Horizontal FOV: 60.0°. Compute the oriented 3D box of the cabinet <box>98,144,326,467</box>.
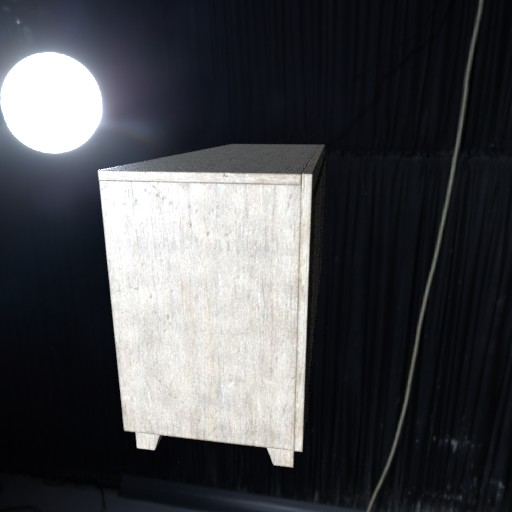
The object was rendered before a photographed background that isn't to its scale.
[{"bbox_3d":[0.000,0.000,1.811,0.511,0.825,1.460,3,17,9],"label":"cabinet"}]
